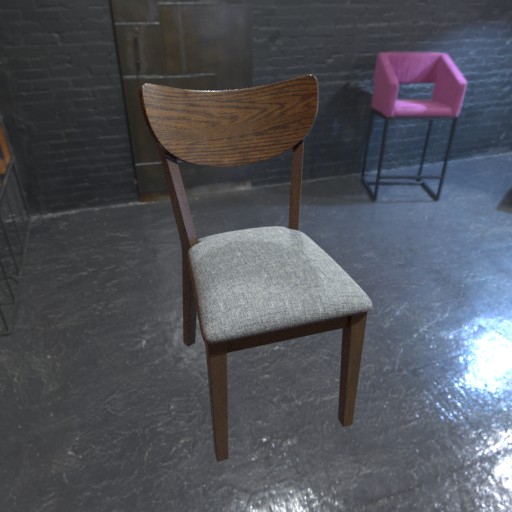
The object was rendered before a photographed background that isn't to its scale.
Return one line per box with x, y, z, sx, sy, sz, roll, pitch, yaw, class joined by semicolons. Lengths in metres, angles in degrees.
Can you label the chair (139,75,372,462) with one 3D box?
0.000;0.000;1.220;0.491;0.849;0.583;-9;32;-15;chair
